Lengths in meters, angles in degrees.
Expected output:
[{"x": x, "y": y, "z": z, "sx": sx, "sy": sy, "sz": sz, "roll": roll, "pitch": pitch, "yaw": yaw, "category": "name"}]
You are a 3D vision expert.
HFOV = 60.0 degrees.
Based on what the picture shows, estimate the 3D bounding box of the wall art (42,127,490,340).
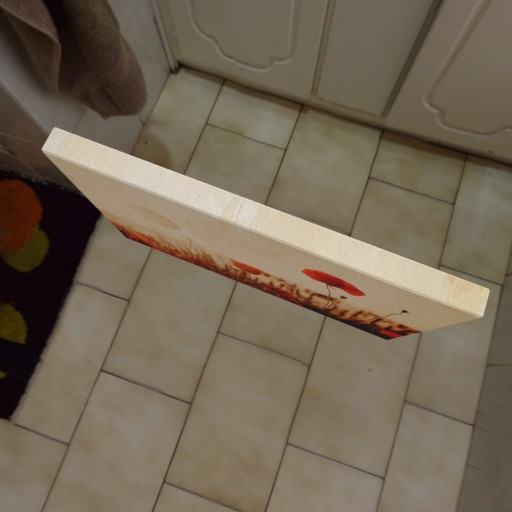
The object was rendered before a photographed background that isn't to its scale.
[{"x": 0.000, "y": 0.000, "z": 0.771, "sx": 0.613, "sy": 0.402, "sz": 0.040, "roll": 21, "pitch": 76, "yaw": 5, "category": "wall art"}]
